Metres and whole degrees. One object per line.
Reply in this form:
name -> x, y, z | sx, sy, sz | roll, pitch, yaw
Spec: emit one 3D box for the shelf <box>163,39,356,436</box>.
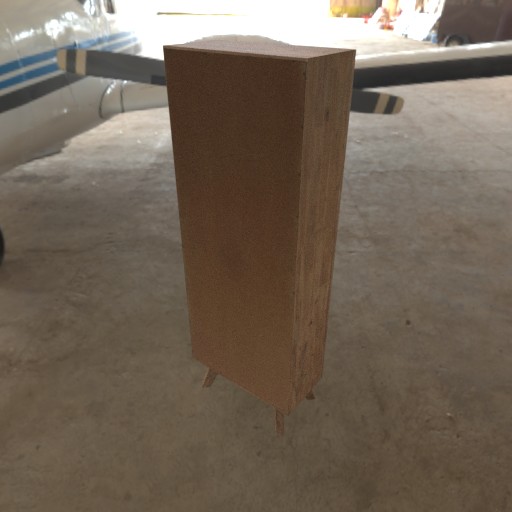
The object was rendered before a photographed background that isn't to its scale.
shelf -> 0.000, 0.000, 1.568 | 0.491, 1.342, 0.267 | 22, 37, 32
